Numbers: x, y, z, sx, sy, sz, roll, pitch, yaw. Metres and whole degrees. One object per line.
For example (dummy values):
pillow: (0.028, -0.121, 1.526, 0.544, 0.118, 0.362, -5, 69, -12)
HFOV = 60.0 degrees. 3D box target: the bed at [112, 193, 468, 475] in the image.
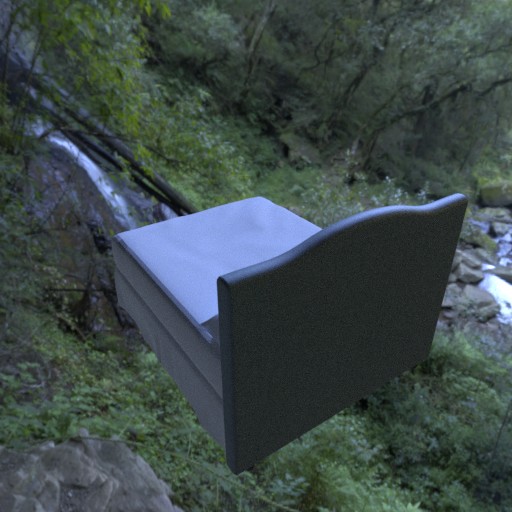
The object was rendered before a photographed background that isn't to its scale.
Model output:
bed: (0.000, 0.000, 3.372, 1.753, 1.460, 2.143, -19, 35, -29)
